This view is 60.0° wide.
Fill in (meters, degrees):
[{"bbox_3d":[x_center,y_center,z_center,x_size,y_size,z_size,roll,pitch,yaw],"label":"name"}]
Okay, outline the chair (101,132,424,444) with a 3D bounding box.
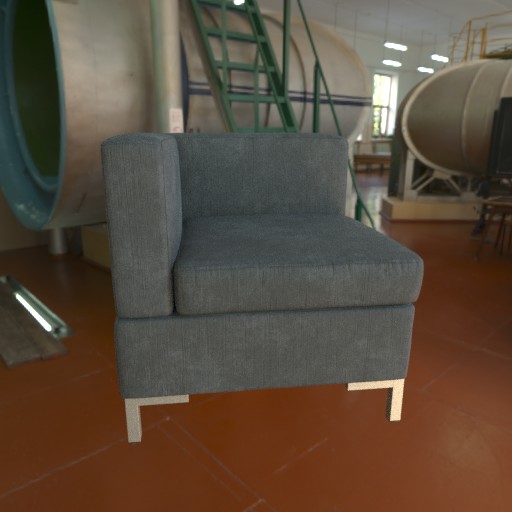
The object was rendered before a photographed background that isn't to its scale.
[{"bbox_3d":[0.000,0.000,1.231,0.680,0.660,0.680,-2,16,-7],"label":"chair"}]
